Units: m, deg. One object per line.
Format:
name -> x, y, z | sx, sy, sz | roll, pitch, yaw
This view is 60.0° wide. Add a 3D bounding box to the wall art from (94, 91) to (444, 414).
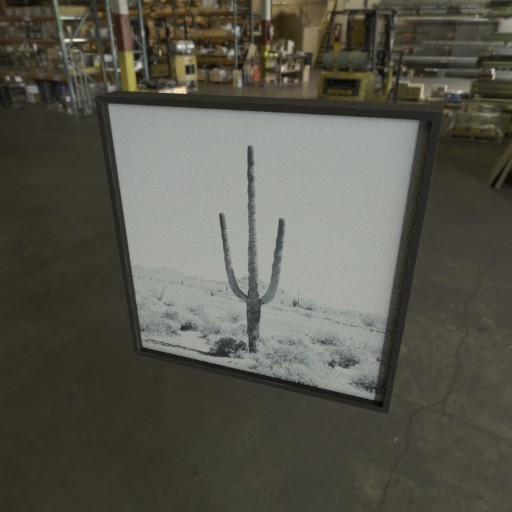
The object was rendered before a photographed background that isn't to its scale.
wall art -> 0.000, 0.000, 0.455 | 0.305, 0.305, 0.038 | 9, 28, 16
